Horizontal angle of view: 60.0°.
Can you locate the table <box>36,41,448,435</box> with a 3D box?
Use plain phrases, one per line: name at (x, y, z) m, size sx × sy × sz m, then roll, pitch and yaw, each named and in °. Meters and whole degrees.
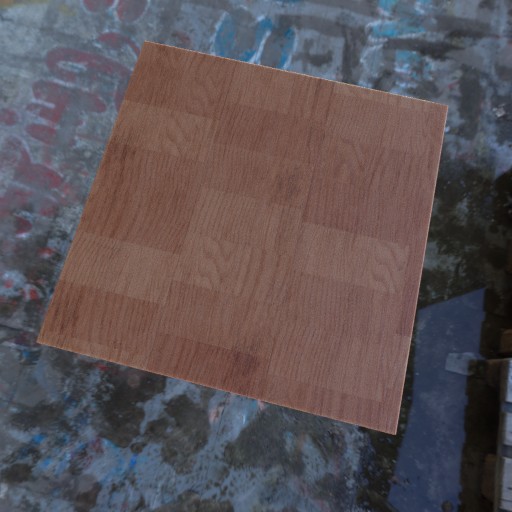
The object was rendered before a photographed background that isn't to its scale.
table at (0.000, 0.000, 1.333) m, size 0.747 × 0.738 × 0.747 m, roll 13°, pitch 77°, yaw 3°
